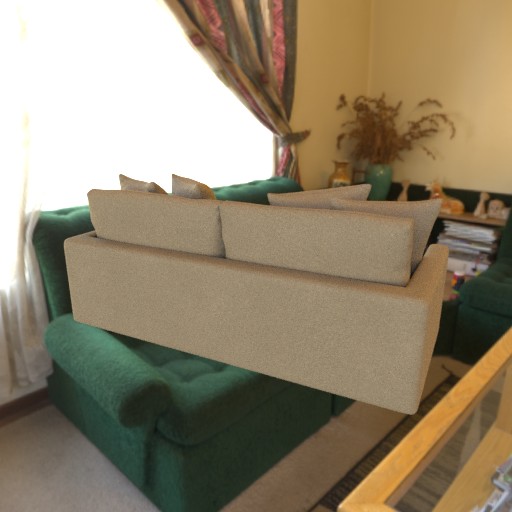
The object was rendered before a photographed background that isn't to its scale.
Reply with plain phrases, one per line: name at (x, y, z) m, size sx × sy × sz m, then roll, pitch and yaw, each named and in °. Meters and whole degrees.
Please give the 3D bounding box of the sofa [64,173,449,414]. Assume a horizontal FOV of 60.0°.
sofa at (0.000, 0.000, 3.055) m, size 2.380 × 1.084 × 1.228 m, roll 9°, pitch 19°, yaw 26°
